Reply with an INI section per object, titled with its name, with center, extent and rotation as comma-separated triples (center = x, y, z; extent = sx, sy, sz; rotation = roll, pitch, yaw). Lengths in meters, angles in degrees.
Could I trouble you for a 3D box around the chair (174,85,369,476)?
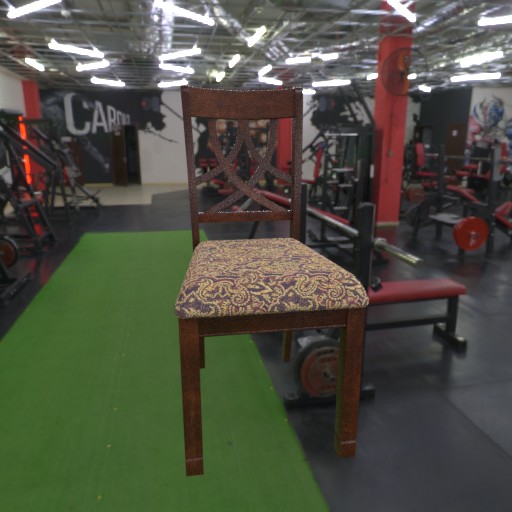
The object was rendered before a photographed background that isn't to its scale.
[chair]
center = 0.000, 0.000, 1.267
extent = 0.457, 0.965, 0.584
rotation = -2, 15, -9
